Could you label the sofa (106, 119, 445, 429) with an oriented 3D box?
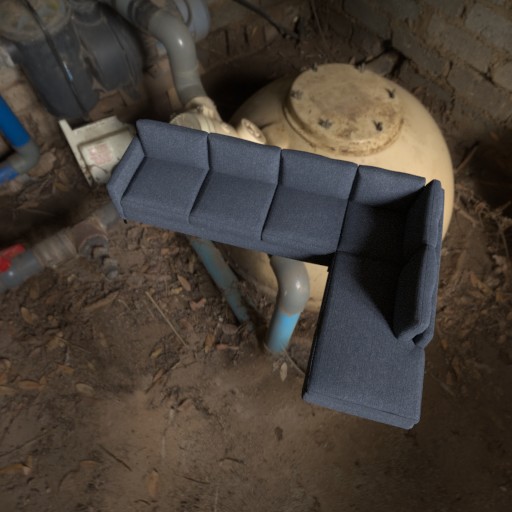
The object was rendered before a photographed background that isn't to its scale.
[{"bbox_3d":[0.000,0.000,3.767,2.949,0.815,2.007,14,60,8],"label":"sofa"}]
